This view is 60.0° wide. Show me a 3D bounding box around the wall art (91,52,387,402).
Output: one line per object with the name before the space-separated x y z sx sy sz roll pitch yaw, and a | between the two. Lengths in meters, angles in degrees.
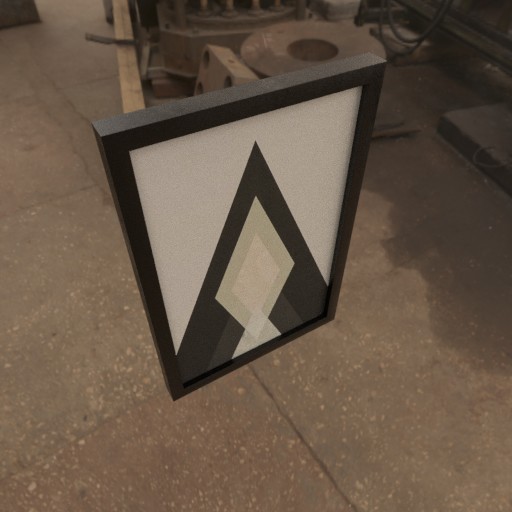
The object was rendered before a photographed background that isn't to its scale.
wall art | 0.000 0.000 0.591 0.313 0.457 0.031 -23 49 -21
